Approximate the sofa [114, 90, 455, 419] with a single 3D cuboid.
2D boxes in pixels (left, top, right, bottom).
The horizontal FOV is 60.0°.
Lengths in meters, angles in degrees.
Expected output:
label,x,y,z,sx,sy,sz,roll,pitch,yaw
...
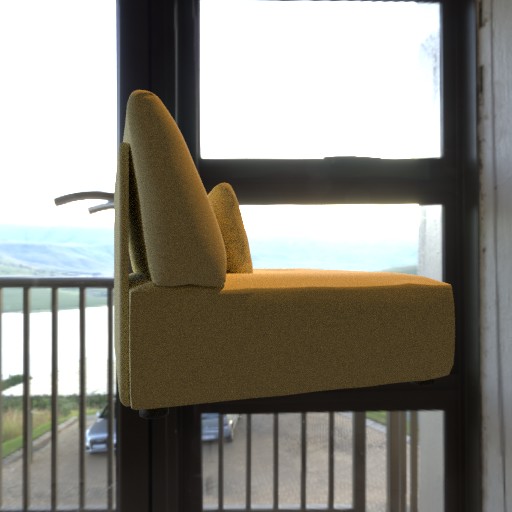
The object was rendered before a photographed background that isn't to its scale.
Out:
label,x,y,z,sx,sy,sz,roll,pitch,yaw
sofa,0.000,0.000,1.657,1.000,0.820,0.930,0,-1,-19
